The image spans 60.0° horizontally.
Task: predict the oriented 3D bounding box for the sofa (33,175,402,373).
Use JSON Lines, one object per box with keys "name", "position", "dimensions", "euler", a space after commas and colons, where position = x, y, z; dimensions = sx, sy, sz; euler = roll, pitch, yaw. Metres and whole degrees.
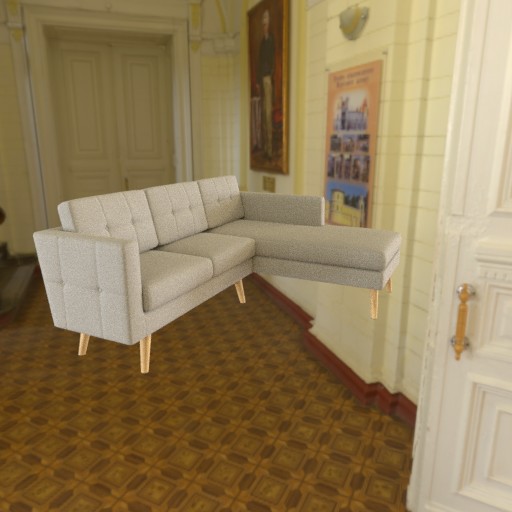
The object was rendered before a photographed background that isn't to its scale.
{"name": "sofa", "position": [0.000, 0.000, 2.849], "dimensions": [1.530, 0.860, 2.040], "euler": [7, 17, 25]}
